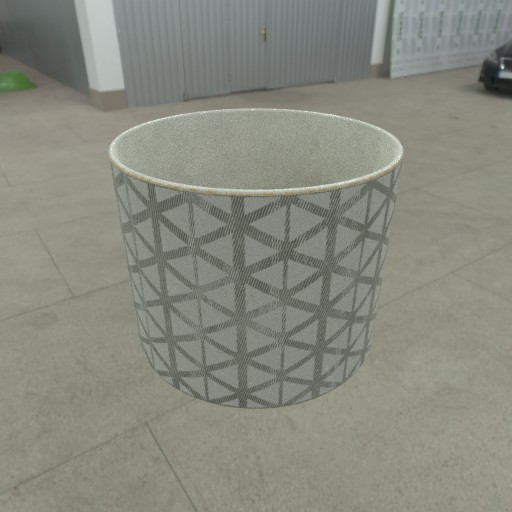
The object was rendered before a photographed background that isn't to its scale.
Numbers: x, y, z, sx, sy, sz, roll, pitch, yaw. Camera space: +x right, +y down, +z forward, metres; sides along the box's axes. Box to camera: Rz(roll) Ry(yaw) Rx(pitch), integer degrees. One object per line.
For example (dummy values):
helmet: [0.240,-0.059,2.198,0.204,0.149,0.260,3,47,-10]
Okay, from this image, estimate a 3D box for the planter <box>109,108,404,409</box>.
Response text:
planter: [0.000,0.000,0.449,0.250,0.239,0.250,0,30,0]
